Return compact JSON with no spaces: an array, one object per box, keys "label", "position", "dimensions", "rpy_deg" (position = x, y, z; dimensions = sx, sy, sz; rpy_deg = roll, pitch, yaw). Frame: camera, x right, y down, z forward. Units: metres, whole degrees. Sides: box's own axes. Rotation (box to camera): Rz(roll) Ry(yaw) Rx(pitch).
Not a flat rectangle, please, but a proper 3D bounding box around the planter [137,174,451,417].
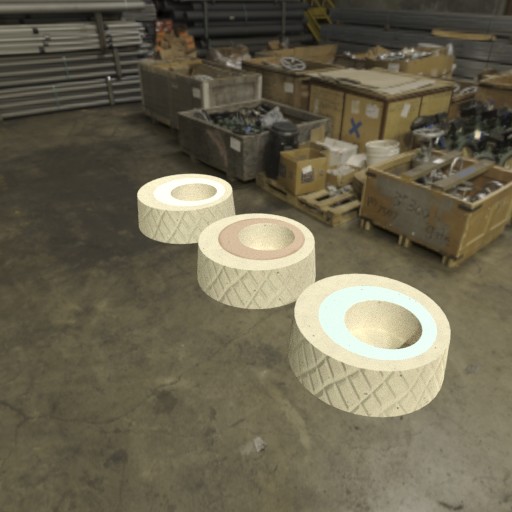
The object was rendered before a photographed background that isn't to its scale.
[{"label":"planter","position":[0.000,0.000,0.419],"dimensions":[0.114,0.038,0.390],"rpy_deg":[-20,37,-30]}]
